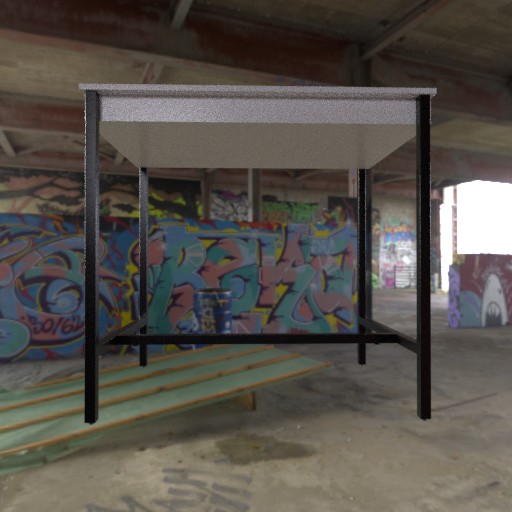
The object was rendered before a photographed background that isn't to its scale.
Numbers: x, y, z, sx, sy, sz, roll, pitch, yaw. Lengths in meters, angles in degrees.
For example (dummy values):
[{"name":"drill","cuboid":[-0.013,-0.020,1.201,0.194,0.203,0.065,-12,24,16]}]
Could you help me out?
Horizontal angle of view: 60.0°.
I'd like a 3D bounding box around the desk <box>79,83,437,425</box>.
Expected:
[{"name":"desk","cuboid":[0.000,0.000,1.287,0.811,0.766,0.573,0,-1,-2]}]
